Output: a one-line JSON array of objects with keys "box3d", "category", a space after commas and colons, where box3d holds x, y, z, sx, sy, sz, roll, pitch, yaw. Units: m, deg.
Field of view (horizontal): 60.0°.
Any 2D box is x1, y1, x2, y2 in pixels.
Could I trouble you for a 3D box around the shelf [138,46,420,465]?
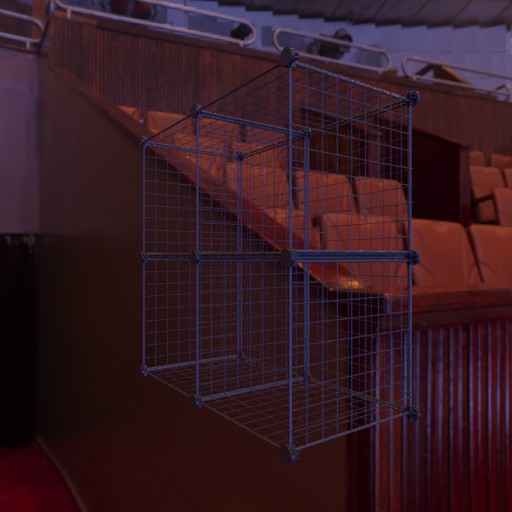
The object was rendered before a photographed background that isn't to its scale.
[{"box3d": [0.000, 0.000, 1.133, 0.356, 0.711, 0.711, 0, 0, -35], "category": "shelf"}]
